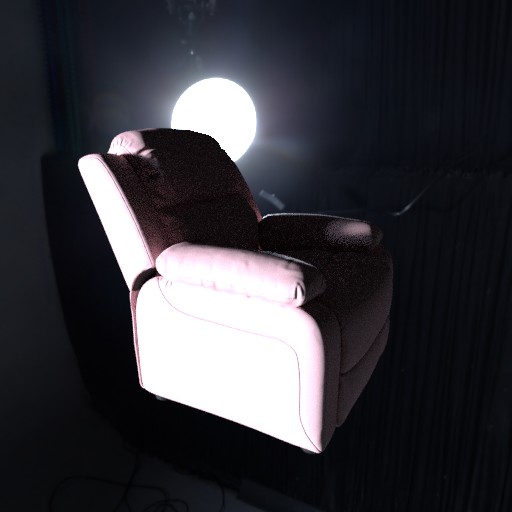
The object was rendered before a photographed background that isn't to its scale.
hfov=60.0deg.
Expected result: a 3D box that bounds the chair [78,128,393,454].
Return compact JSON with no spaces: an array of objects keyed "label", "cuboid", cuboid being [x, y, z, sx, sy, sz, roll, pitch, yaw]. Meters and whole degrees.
[{"label":"chair","cuboid":[0.000,0.000,1.253,0.709,0.702,0.680,7,16,27]}]
